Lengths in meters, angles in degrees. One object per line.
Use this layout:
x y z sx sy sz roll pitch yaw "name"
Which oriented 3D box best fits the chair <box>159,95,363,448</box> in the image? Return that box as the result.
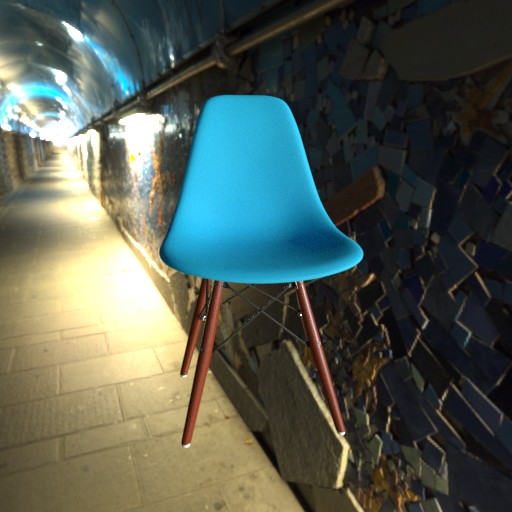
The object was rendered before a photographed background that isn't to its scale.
0.000 0.000 1.137 0.470 0.826 0.533 -2 15 -7 "chair"
